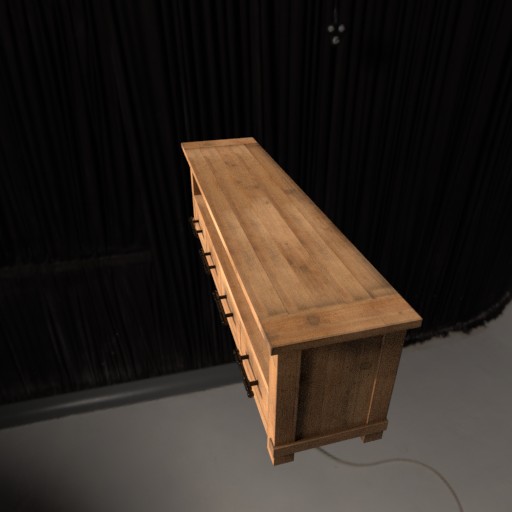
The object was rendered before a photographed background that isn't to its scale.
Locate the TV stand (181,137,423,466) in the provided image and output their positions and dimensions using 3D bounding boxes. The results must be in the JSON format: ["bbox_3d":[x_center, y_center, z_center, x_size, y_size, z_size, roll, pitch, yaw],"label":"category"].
[{"bbox_3d":[0.000,0.000,2.048,0.453,0.573,1.804,-8,32,-13],"label":"TV stand"}]
